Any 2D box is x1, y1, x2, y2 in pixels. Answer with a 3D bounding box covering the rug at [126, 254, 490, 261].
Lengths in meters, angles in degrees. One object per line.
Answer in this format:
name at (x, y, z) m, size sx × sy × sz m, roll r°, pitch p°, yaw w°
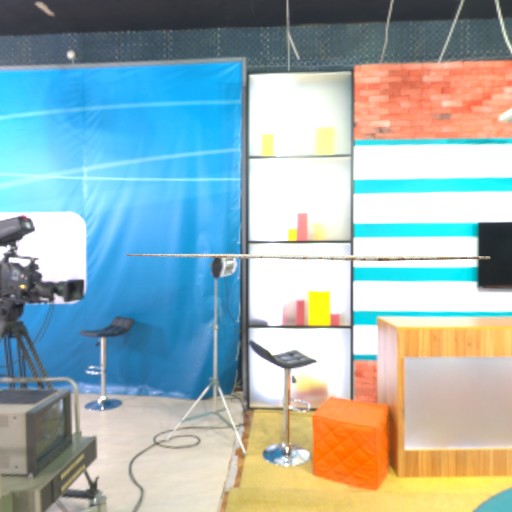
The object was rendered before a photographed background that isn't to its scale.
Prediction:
rug at (0.000, 0.000, 2.684) m, size 0.750 × 0.011 × 2.435 m, roll 0°, pitch 1°, yaw -36°
